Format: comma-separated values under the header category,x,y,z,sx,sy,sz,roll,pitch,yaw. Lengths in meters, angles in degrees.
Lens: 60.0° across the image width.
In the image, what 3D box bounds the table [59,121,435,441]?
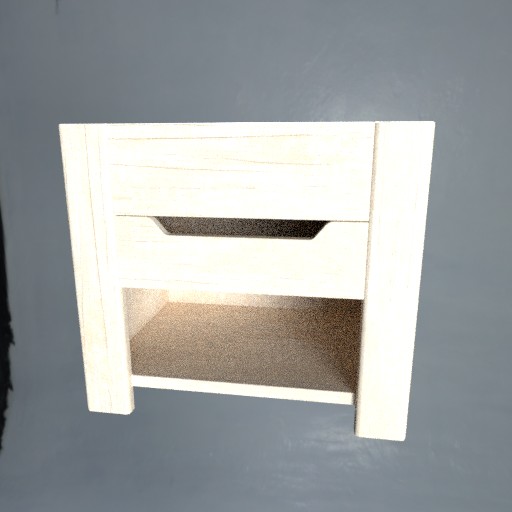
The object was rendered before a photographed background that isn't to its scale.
category,x,y,z,sx,sy,sz,roll,pitch,yaw
table,0.000,0.000,0.917,0.570,0.510,0.420,2,14,9
